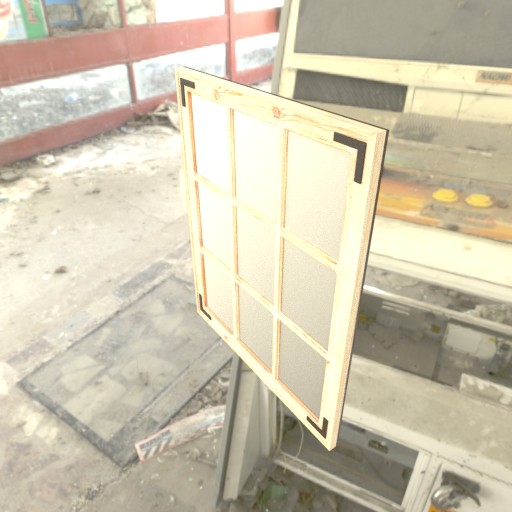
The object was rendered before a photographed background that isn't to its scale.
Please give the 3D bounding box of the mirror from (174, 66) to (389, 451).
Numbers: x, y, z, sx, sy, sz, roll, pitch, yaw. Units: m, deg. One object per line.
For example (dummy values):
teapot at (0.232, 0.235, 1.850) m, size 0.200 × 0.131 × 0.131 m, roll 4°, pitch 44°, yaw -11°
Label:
mirror at (0.000, 0.000, 1.235) m, size 0.032 × 0.882 × 0.730 m, roll -22°, pitch 39°, yaw -30°
